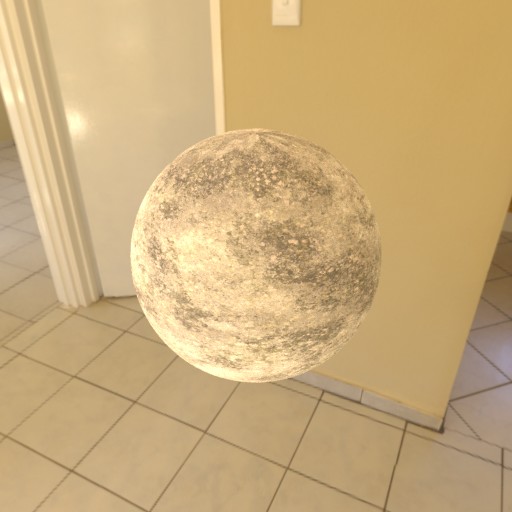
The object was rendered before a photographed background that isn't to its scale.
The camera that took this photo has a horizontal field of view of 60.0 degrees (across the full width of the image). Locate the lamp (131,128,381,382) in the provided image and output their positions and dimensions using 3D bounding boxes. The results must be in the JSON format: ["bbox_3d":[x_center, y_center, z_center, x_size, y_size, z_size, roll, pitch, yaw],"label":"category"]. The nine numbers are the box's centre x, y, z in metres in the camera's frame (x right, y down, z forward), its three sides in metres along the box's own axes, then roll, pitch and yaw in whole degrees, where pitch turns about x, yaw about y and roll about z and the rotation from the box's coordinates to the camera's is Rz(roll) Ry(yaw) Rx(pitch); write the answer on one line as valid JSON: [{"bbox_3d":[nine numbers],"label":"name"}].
[{"bbox_3d":[0.000,0.000,0.774,0.422,0.429,0.422,0,30,0],"label":"lamp"}]
